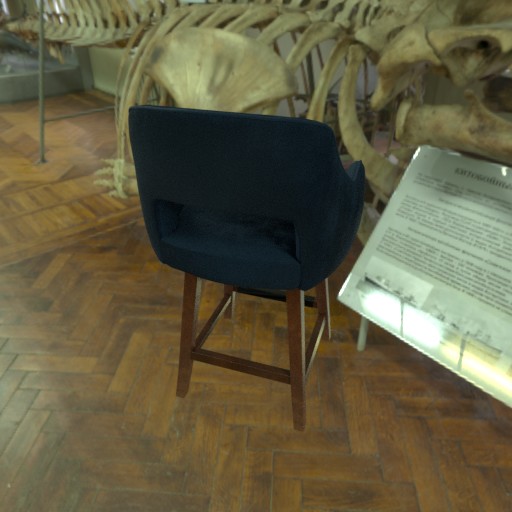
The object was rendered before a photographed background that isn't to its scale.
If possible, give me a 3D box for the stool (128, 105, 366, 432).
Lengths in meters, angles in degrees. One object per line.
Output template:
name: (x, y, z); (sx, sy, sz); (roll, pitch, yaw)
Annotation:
stool: (0.000, 0.000, 1.280); (0.550, 0.940, 0.560); (10, 33, 16)
